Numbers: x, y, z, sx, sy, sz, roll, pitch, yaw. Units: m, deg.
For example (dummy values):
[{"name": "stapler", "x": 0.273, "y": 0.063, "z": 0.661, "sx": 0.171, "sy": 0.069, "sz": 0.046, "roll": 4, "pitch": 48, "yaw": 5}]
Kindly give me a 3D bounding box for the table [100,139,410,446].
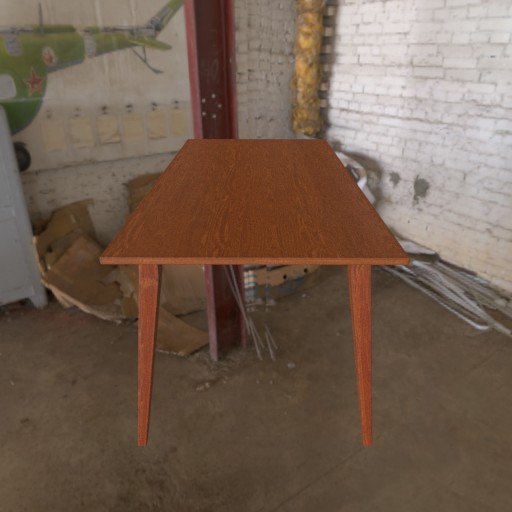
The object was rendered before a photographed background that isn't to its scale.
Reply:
[{"name": "table", "x": 0.000, "y": 0.000, "z": 2.039, "sx": 0.811, "sy": 0.755, "sz": 1.609, "roll": 0, "pitch": 25, "yaw": 0}]
